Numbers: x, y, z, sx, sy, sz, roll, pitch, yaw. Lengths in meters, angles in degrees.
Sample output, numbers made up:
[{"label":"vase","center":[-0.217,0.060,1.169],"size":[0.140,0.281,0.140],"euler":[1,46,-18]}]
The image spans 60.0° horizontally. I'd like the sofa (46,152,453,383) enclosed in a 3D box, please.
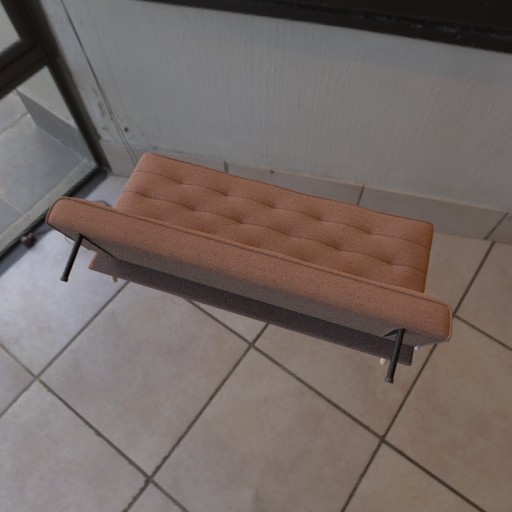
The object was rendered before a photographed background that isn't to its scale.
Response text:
[{"label":"sofa","center":[0.000,0.000,2.330],"size":[1.820,0.810,1.038],"euler":[16,63,8]}]
